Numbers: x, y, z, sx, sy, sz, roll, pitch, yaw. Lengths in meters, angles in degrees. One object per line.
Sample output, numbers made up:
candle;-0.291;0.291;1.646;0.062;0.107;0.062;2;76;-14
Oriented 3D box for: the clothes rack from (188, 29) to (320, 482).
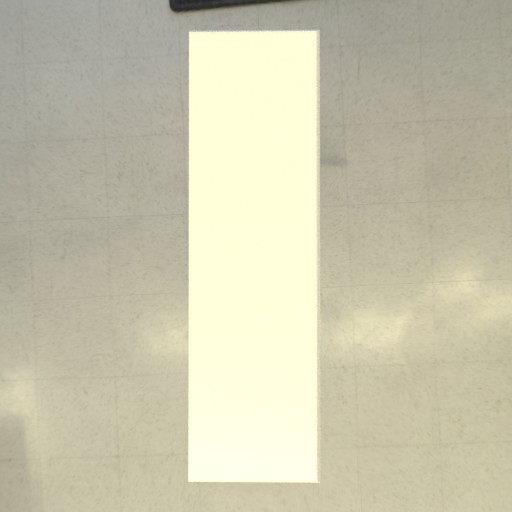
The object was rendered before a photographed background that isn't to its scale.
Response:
clothes rack;0.000;0.000;1.349;0.324;0.531;1.120;0;89;1
